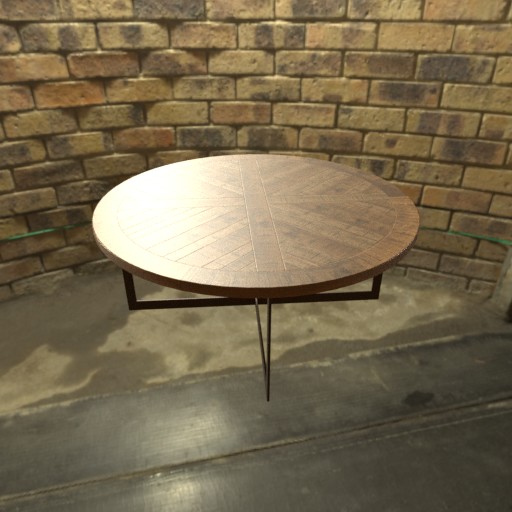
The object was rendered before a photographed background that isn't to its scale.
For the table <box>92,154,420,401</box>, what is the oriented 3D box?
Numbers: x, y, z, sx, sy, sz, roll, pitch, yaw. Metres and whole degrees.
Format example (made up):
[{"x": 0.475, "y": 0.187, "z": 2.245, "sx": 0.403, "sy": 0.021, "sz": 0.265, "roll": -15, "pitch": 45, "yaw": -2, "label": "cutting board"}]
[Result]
[{"x": 0.000, "y": 0.000, "z": 1.918, "sx": 1.264, "sy": 0.516, "sz": 1.264, "roll": 0, "pitch": 30, "yaw": 0, "label": "table"}]
